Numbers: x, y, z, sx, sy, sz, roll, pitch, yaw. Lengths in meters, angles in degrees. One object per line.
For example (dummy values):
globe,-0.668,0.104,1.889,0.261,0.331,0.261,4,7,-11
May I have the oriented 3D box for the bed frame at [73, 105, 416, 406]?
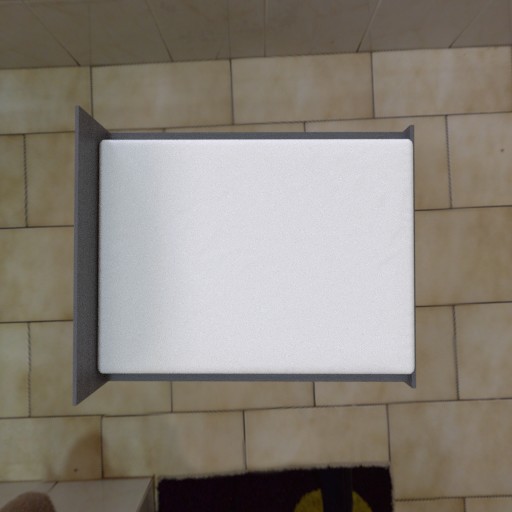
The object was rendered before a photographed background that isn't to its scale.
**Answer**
bed frame,0.000,0.000,2.784,1.960,0.800,1.622,0,89,0
